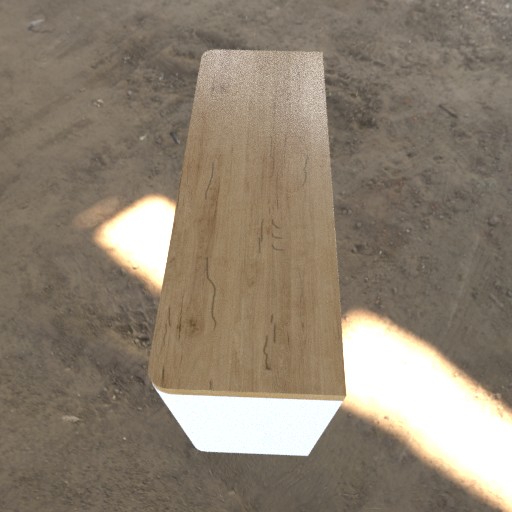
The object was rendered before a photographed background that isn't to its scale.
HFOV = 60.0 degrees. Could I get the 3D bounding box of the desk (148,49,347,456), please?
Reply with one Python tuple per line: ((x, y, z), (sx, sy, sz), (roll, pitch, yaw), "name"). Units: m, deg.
((0.000, 0.000, 1.468), (0.390, 0.760, 1.100), (2, 58, 1), "desk")
